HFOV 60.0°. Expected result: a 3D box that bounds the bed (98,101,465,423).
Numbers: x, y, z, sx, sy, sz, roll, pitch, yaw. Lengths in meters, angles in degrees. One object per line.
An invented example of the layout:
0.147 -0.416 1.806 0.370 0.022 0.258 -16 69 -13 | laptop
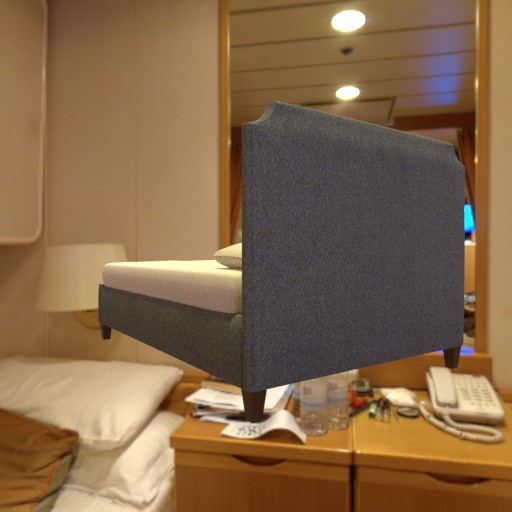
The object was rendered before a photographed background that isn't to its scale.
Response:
0.000 0.000 3.335 1.712 1.443 2.372 -1 1 -35 | bed
